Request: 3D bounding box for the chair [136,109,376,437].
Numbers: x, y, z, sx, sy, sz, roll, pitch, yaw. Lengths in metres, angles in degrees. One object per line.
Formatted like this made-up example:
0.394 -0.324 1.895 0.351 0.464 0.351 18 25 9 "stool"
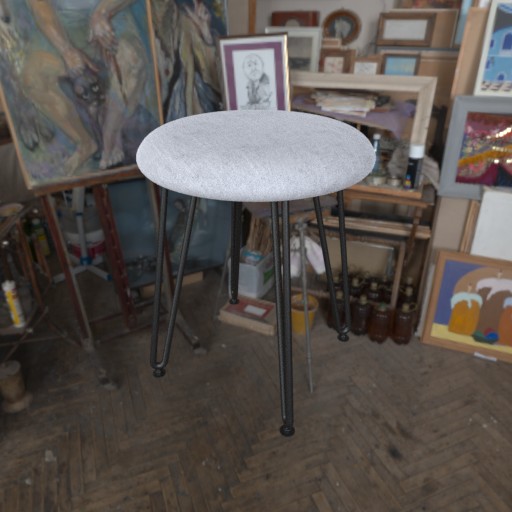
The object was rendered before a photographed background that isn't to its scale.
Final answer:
0.000 0.000 0.664 0.350 0.386 0.350 -8 30 -14 "chair"
